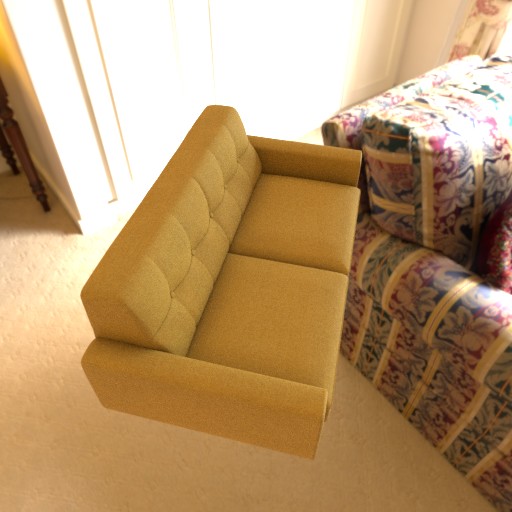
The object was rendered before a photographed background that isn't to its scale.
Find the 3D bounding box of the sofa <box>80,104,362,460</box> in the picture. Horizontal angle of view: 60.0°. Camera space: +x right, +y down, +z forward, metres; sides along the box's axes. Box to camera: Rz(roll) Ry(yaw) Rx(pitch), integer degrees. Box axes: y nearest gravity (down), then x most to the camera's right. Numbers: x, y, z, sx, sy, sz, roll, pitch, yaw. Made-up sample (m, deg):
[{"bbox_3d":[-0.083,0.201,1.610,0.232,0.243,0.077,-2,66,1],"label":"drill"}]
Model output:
[{"bbox_3d":[0.000,0.000,2.154,0.909,0.841,1.631,10,46,10],"label":"sofa"}]
